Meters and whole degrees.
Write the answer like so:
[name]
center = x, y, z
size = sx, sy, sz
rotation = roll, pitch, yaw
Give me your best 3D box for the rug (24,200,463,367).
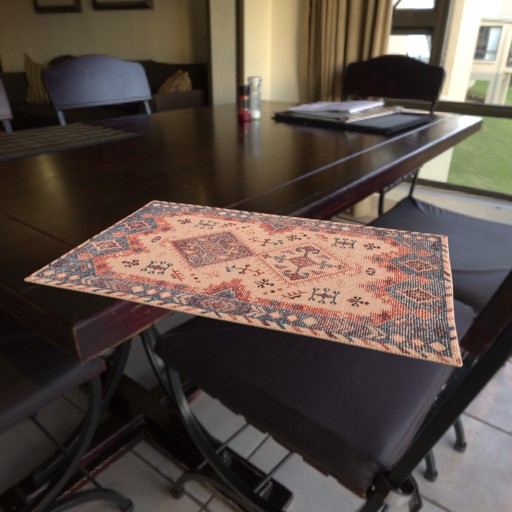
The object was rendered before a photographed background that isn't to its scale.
[rug]
center = 0.000, 0.000, 2.975
size = 2.464, 0.023, 1.521
rotation = 9, 28, 17
